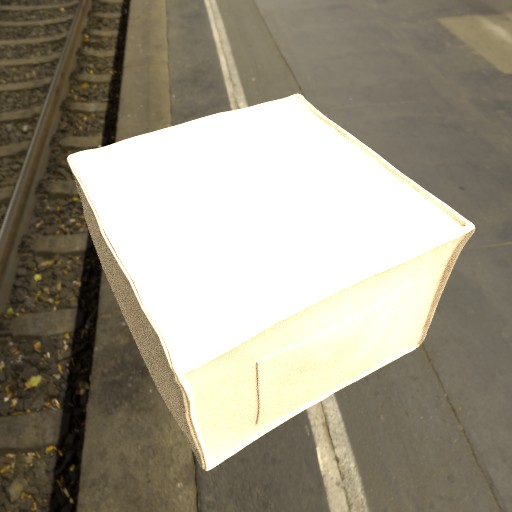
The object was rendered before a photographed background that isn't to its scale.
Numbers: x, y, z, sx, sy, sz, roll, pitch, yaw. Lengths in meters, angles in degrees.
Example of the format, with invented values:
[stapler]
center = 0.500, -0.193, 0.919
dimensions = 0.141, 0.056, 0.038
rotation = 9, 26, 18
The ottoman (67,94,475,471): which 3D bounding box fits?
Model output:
[ottoman]
center = 0.000, 0.000, 1.137
dimensions = 0.707, 0.470, 0.696
rotation = -23, 50, -21
